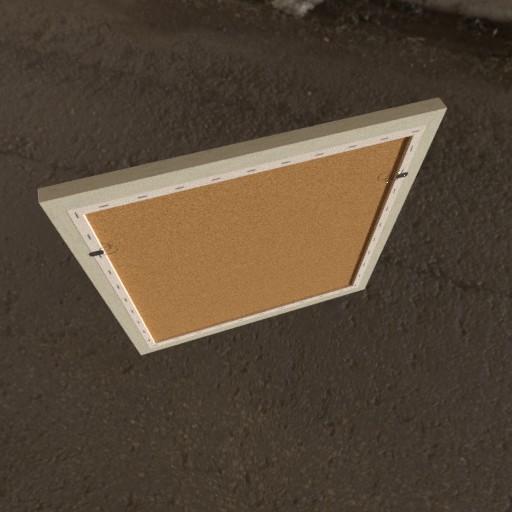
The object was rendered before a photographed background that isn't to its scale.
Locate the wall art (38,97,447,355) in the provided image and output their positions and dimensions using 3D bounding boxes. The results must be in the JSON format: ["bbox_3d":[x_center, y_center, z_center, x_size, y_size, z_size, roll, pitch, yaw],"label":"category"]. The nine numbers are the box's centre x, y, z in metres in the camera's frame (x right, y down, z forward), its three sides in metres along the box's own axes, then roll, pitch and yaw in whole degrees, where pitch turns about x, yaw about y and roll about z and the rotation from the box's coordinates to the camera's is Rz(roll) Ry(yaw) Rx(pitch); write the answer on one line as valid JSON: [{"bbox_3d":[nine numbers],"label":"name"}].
[{"bbox_3d":[0.000,0.000,1.499,1.016,1.016,0.045,-15,60,-9],"label":"wall art"}]
